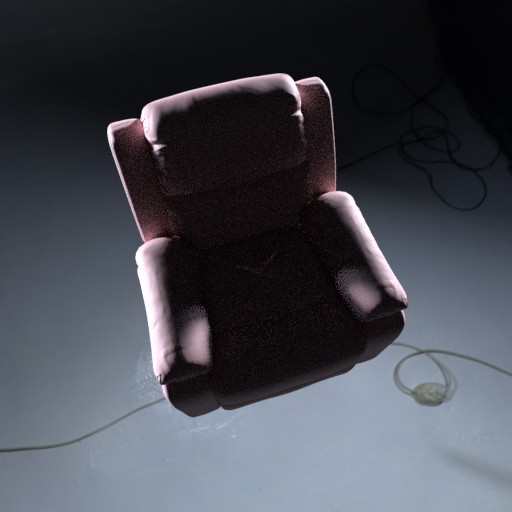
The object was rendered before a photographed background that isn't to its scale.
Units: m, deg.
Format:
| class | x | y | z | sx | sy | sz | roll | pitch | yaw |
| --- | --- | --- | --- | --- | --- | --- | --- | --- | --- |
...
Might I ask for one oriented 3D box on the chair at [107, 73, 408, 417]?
| class | x | y | z | sx | sy | sz | roll | pitch | yaw |
| --- | --- | --- | --- | --- | --- | --- | --- | --- | --- |
| chair | 0.000 | 0.000 | 1.266 | 0.680 | 0.702 | 0.709 | -16 | 64 | -8 |
